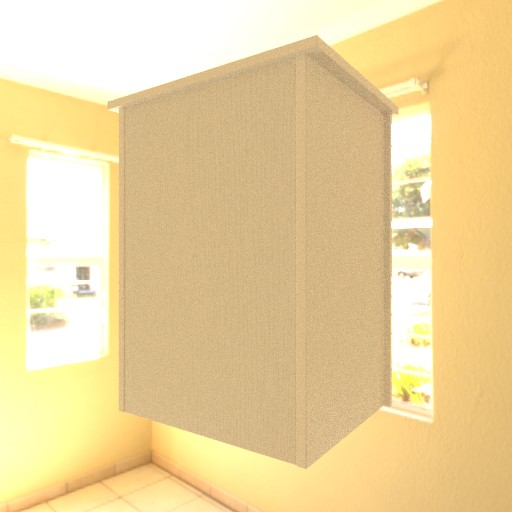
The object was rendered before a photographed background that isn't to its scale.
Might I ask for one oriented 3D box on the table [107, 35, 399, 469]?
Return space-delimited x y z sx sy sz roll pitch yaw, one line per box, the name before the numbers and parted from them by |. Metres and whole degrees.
table | 0.000 0.000 0.929 0.480 0.635 0.381 0 0 35
